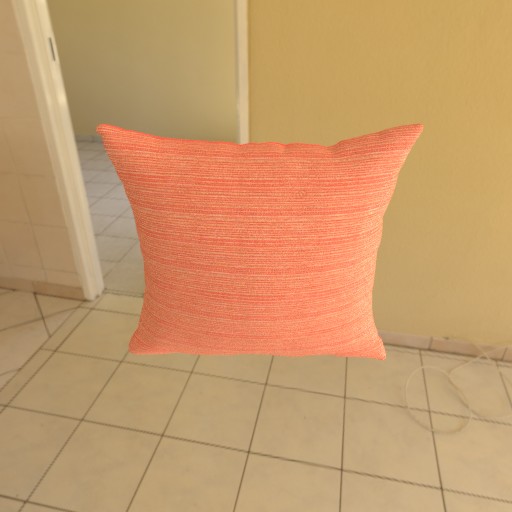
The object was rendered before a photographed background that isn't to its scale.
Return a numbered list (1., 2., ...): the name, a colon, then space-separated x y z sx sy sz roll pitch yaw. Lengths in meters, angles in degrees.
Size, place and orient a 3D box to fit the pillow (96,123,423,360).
1. pillow: 0.000 0.000 0.844 0.559 0.501 0.229 1 30 2
